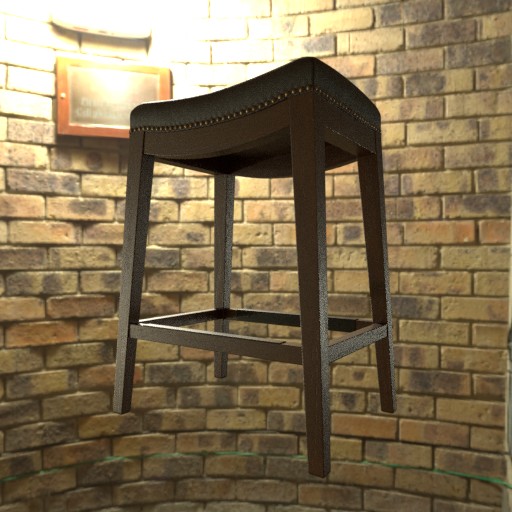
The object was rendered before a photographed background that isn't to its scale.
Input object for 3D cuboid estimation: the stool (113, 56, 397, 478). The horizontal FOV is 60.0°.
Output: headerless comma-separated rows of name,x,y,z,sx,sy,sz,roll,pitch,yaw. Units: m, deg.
stool,0.000,0.000,0.943,0.490,0.664,0.353,0,0,35
